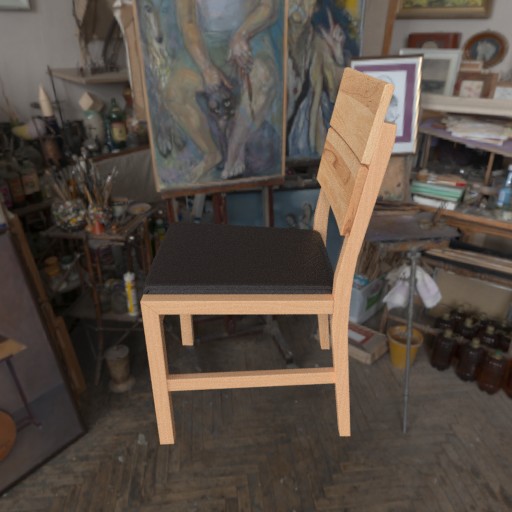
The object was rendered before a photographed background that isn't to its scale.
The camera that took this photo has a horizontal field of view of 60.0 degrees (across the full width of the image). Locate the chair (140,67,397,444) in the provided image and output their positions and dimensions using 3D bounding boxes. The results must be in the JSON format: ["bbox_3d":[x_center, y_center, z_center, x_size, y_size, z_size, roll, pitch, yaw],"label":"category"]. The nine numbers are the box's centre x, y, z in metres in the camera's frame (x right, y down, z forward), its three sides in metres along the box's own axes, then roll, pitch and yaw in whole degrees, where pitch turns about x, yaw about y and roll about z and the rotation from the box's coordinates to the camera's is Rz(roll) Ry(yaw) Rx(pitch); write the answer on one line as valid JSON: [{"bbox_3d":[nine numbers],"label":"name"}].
[{"bbox_3d":[0.000,0.000,1.247,0.560,0.950,0.475,0,27,0],"label":"chair"}]
